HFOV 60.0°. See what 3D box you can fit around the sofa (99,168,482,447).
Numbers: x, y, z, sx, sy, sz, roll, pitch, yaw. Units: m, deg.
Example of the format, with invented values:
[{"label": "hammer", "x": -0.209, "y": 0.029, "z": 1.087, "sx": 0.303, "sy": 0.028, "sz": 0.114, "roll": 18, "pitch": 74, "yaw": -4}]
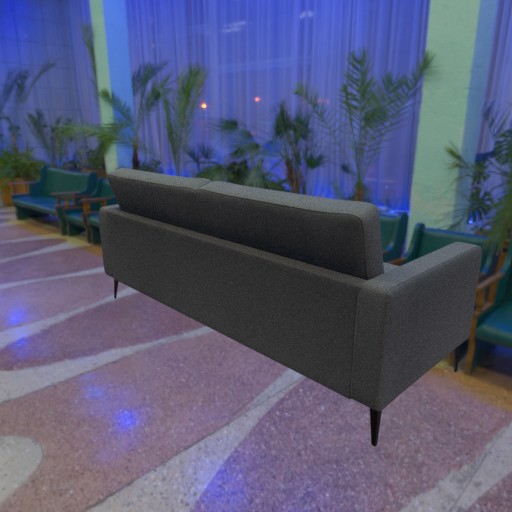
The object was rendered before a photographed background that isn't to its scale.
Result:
[{"label": "sofa", "x": 0.000, "y": 0.000, "z": 2.279, "sx": 0.774, "sy": 0.828, "sz": 1.925, "roll": -16, "pitch": 23, "yaw": -42}]
